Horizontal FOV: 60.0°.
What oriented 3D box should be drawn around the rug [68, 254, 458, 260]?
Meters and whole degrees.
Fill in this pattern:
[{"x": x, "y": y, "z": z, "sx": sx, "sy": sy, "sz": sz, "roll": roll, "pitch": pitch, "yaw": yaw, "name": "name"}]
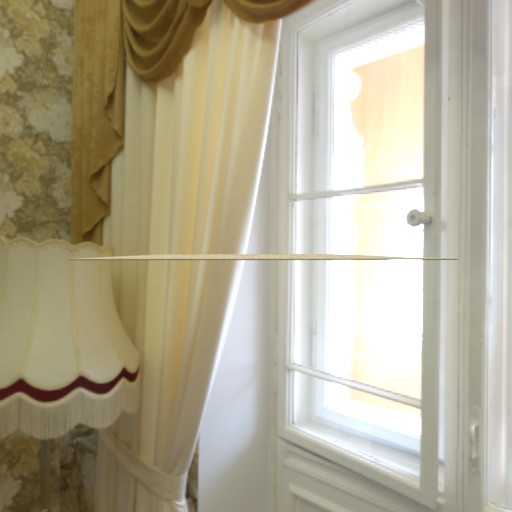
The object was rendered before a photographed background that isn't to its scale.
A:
[{"x": 0.000, "y": 0.000, "z": 3.695, "sx": 1.981, "sy": 0.006, "sz": 2.895, "roll": 0, "pitch": 1, "yaw": -2, "name": "rug"}]
